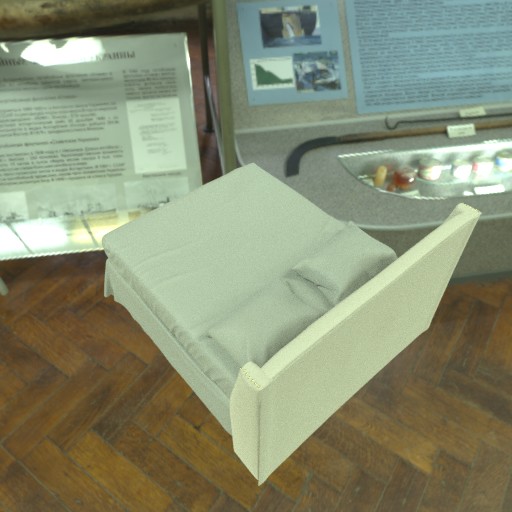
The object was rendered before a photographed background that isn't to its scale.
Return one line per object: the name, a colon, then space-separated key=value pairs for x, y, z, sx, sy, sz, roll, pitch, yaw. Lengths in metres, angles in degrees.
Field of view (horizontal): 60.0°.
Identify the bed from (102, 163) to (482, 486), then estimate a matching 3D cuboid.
bed: x=0.000 y=0.000 z=3.461 sx=1.925 sy=1.332 sz=2.276 roll=-32 pitch=54 yaw=-27
